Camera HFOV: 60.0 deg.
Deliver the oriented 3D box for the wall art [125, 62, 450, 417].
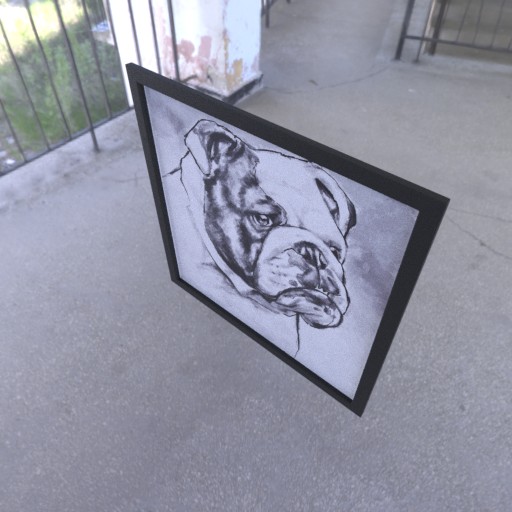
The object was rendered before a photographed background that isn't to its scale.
[{"bbox_3d":[0.000,0.000,0.967,0.663,0.659,0.016,31,54,26],"label":"wall art"}]
